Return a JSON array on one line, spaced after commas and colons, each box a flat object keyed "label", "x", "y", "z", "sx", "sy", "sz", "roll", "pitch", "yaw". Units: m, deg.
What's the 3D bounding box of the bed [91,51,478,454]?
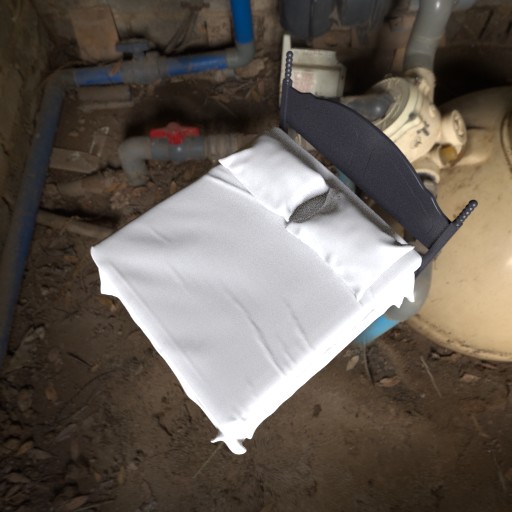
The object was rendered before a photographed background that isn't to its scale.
[{"label": "bed", "x": 0.000, "y": 0.000, "z": 3.157, "sx": 2.040, "sy": 1.356, "sz": 1.873, "roll": -37, "pitch": 70, "yaw": -16}]
